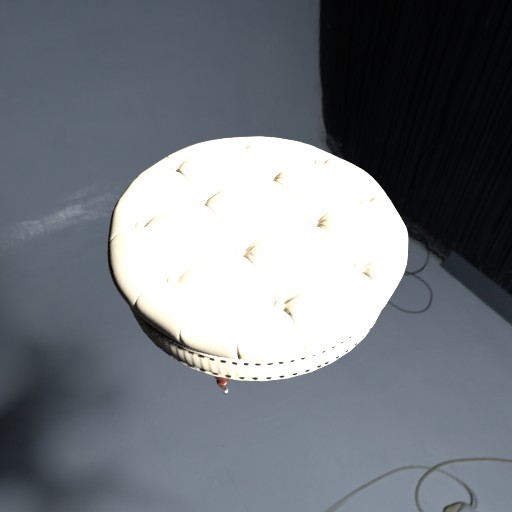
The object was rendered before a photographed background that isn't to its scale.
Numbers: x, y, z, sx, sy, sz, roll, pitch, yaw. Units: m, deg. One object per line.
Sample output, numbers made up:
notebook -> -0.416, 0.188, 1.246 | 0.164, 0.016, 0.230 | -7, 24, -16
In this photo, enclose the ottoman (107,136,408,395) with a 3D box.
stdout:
ottoman -> 0.000, 0.000, 1.445 | 0.901, 0.439, 0.901 | 0, 46, 0
